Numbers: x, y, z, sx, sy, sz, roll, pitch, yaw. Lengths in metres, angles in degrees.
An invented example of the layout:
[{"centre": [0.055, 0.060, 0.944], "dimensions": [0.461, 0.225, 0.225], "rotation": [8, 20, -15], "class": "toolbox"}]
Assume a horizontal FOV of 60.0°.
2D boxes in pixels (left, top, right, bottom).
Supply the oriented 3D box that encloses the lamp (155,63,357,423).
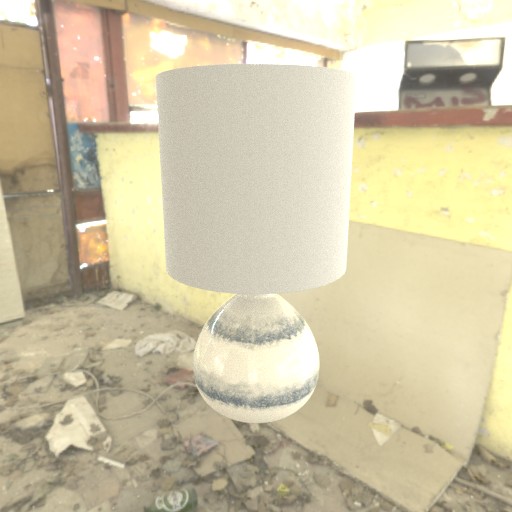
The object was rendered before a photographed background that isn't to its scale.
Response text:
[{"centre": [0.000, 0.000, 0.541], "dimensions": [0.216, 0.404, 0.216], "rotation": [-7, 17, -26], "class": "lamp"}]
